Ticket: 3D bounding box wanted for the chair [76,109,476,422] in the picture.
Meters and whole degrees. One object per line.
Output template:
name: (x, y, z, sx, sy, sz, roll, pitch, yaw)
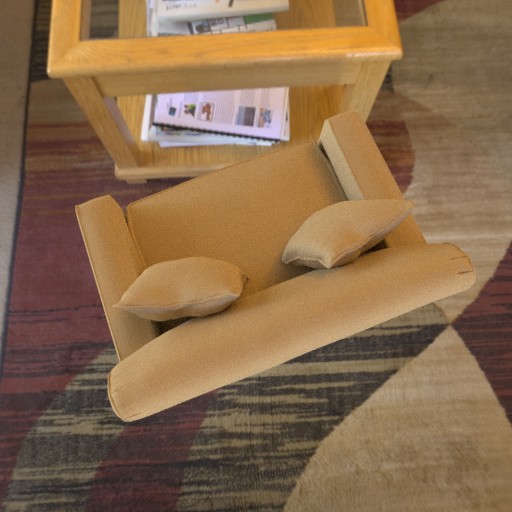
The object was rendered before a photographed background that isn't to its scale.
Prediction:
chair: (0.000, 0.000, 2.056, 1.383, 0.948, 1.000, -20, 75, -6)
